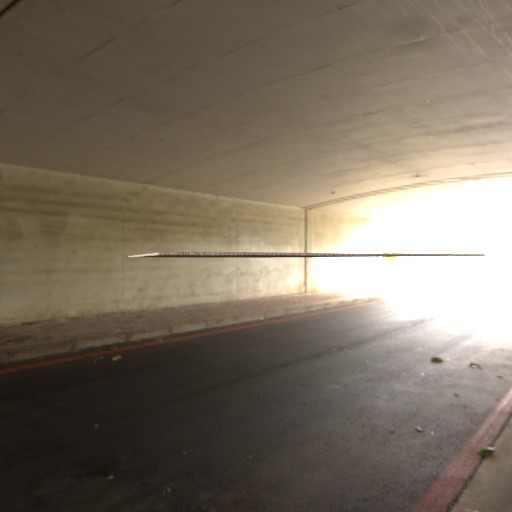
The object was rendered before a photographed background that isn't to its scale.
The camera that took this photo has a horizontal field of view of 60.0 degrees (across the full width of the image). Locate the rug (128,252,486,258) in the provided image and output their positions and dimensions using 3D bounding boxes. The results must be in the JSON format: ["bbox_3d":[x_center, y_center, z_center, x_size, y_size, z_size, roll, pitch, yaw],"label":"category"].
[{"bbox_3d":[0.000,0.000,2.361,1.225,0.013,1.840,0,0,-19],"label":"rug"}]
